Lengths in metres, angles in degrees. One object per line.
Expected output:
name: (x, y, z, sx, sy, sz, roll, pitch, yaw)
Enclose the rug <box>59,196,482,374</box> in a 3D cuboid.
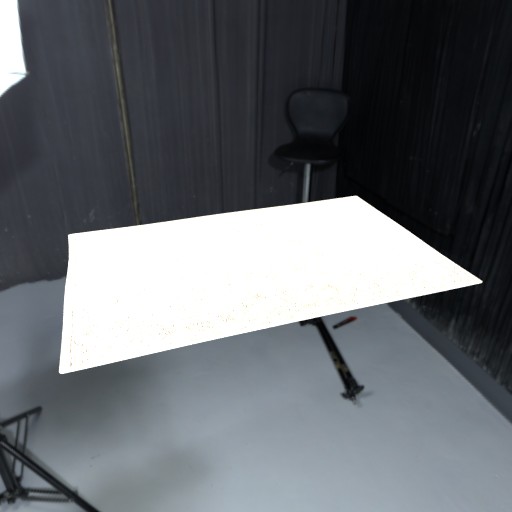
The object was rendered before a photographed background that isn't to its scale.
rug: (0.000, 0.000, 3.011, 2.435, 0.012, 1.529, -9, 30, -16)
